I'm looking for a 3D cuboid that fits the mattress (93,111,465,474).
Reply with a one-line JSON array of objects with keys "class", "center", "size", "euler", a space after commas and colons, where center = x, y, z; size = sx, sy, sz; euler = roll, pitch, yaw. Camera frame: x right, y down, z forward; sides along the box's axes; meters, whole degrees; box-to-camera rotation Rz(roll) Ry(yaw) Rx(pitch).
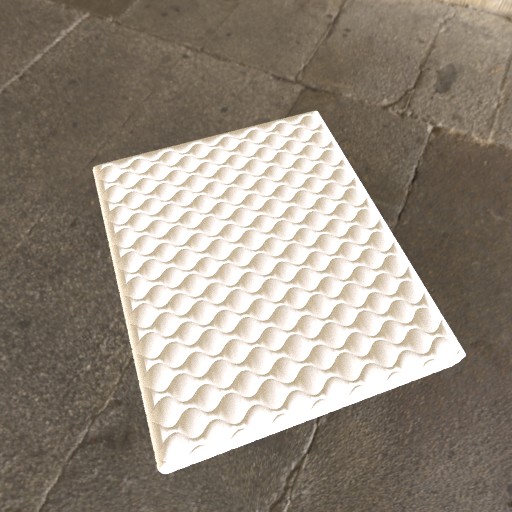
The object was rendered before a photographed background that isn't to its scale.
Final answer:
[{"class": "mattress", "center": [0.000, 0.000, 2.623], "size": [1.600, 0.200, 1.900], "euler": [-17, 61, -10]}]
